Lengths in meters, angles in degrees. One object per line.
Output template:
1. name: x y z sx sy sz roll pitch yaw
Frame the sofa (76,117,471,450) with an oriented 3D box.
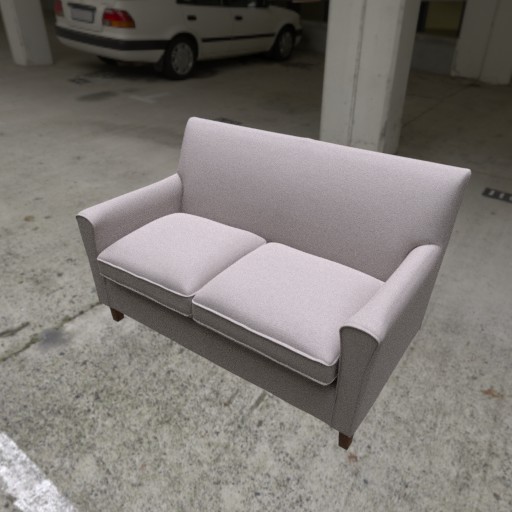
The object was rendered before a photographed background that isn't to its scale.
1. sofa: 0.000 0.000 2.037 1.482 0.890 0.888 20 36 30
